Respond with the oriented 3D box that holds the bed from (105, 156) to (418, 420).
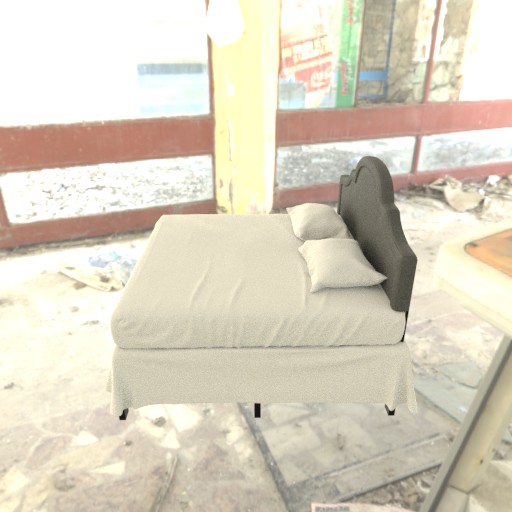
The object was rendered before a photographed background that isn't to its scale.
[{"bbox_3d":[0.000,0.000,3.747,2.222,1.631,2.303,-1,25,-1],"label":"bed"}]
